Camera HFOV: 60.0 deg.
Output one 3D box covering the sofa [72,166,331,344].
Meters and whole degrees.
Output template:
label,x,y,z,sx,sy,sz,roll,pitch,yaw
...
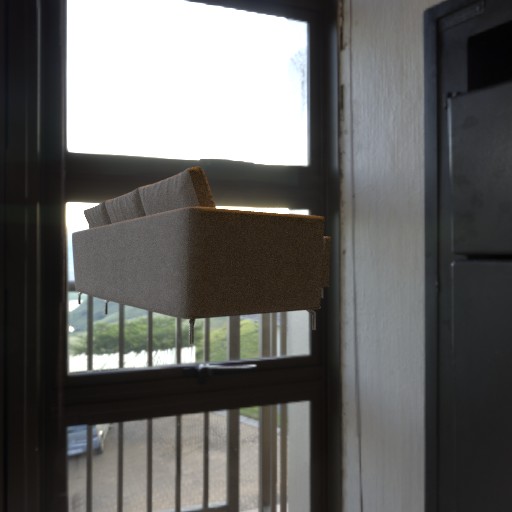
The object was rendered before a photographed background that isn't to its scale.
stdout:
label,x,y,z,sx,sy,sz,roll,pitch,yaw
sofa,0.000,0.000,3.691,2.438,0.864,2.438,0,-1,-35
